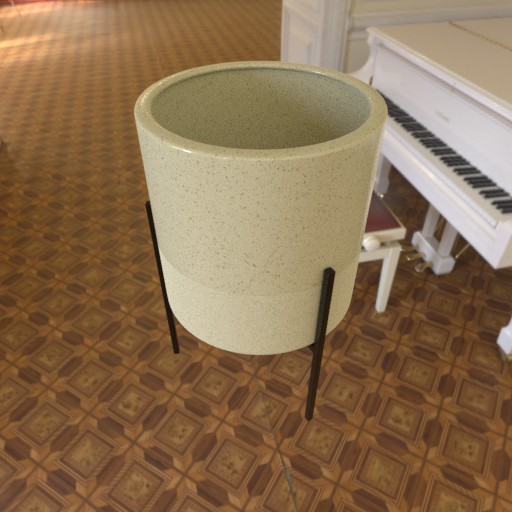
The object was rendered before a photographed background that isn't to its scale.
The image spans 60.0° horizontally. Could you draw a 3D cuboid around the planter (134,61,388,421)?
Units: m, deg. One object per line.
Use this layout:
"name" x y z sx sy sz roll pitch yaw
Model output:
"planter" 0.000 0.000 0.543 0.243 0.390 0.234 -1 40 -1
